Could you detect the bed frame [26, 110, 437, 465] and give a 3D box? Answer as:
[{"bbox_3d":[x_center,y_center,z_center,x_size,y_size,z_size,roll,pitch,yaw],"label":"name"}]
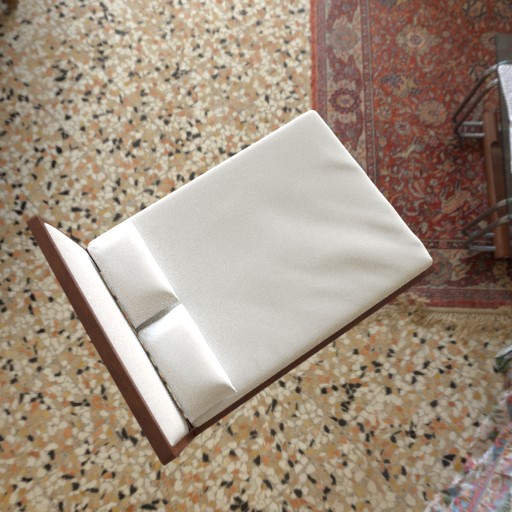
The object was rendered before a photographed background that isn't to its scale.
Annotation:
[{"bbox_3d":[0.000,0.000,3.146,2.171,1.279,1.587,-33,78,-8],"label":"bed frame"}]
